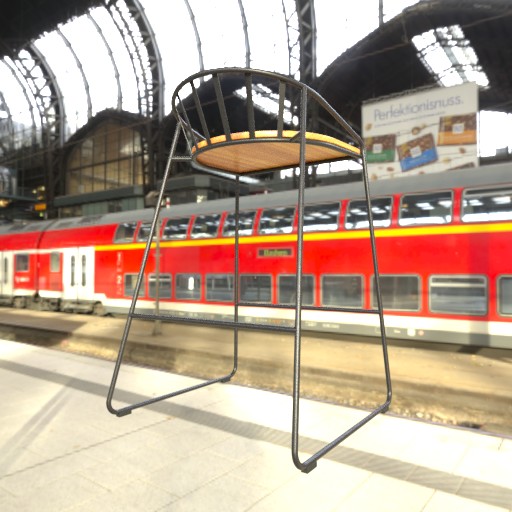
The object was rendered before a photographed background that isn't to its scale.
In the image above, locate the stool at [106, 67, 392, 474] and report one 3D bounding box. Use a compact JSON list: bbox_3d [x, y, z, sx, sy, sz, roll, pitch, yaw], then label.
[{"bbox_3d":[0.000,0.000,1.157,0.546,0.812,0.521,-1,-2,35],"label":"stool"}]
